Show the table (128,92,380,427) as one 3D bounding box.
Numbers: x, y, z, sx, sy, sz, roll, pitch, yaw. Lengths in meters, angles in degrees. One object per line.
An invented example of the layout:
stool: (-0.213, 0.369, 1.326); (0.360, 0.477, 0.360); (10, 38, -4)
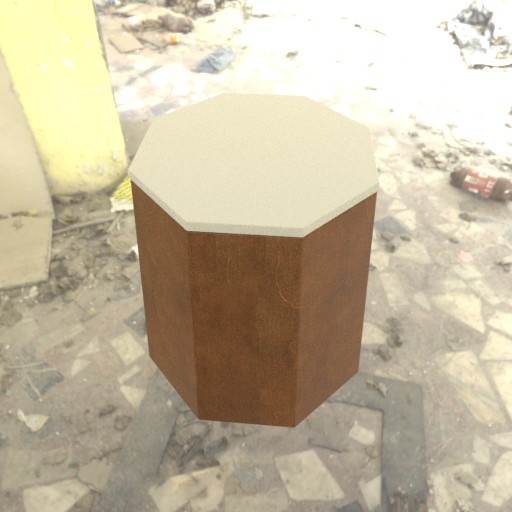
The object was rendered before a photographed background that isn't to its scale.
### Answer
table: (0.000, 0.000, 0.815); (0.439, 0.457, 0.439); (2, 46, 2)
